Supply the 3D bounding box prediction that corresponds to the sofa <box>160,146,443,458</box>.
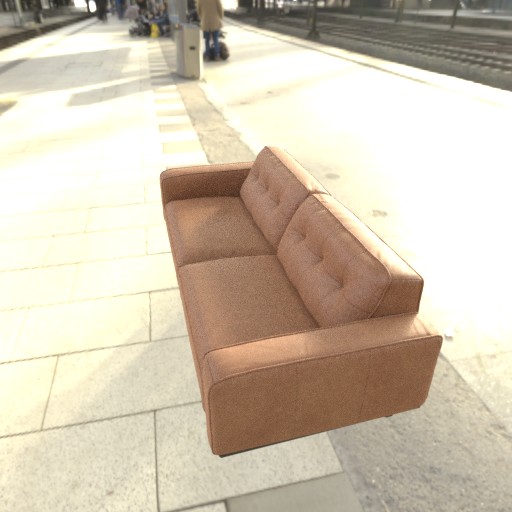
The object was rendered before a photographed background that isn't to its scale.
[{"bbox_3d":[0.000,0.000,2.645,0.953,0.780,2.270,-8,31,-13],"label":"sofa"}]
